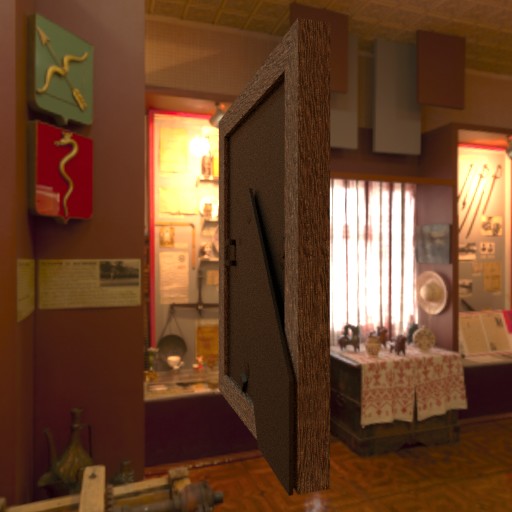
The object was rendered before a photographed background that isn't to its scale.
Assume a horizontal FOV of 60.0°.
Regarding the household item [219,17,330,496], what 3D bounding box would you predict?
[{"bbox_3d":[0.000,0.000,0.273,0.020,0.210,0.160,0,0,-17],"label":"household item"}]
